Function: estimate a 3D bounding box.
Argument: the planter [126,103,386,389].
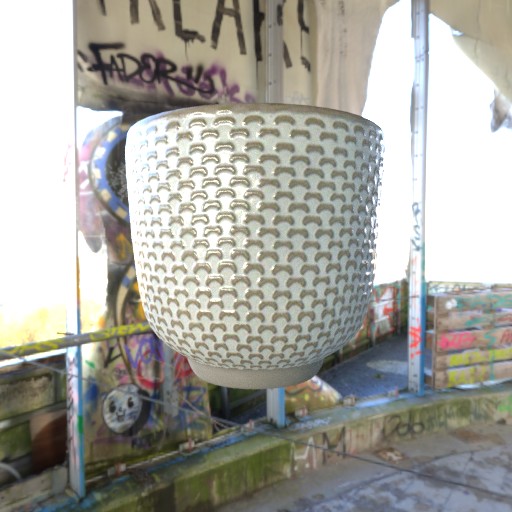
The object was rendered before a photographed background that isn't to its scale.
[{"bbox_3d":[0.000,0.000,0.308,0.173,0.160,0.173,0,2,0],"label":"planter"}]
